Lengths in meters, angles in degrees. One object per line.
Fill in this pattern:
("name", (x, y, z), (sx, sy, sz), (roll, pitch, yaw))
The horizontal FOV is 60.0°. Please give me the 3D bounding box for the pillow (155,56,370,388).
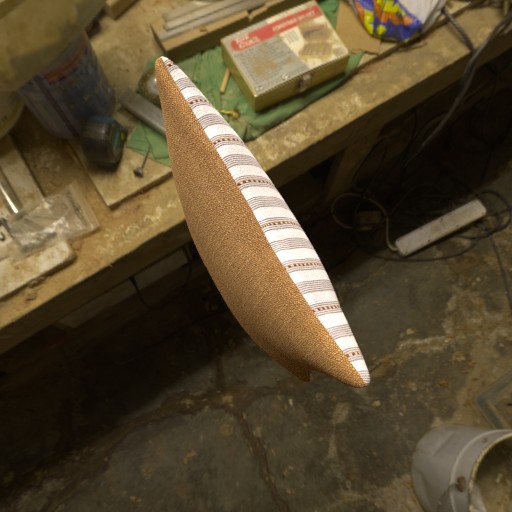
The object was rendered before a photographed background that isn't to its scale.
("pillow", (0.000, 0.000, 0.675), (0.147, 0.437, 0.432), (-31, 76, -8))
